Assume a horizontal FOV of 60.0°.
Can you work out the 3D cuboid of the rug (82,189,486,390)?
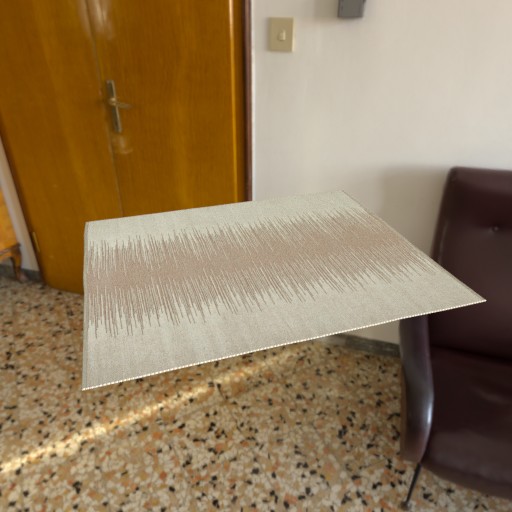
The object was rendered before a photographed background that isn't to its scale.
[{"bbox_3d":[0.000,0.000,4.103,3.048,0.013,2.438,-9,32,-15],"label":"rug"}]
